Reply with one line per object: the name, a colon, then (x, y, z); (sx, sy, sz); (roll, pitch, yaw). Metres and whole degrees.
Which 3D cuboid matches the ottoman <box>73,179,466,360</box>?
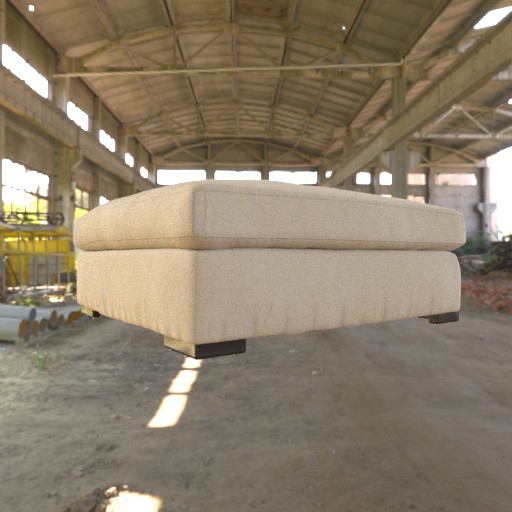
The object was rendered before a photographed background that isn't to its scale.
ottoman: (0.000, 0.000, 1.853); (1.205, 0.522, 1.190); (0, 0, -35)
